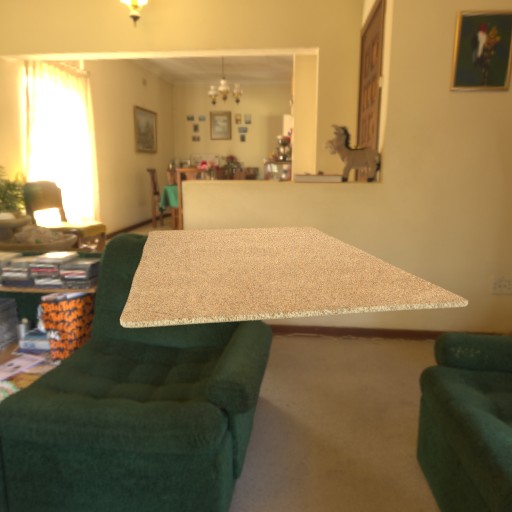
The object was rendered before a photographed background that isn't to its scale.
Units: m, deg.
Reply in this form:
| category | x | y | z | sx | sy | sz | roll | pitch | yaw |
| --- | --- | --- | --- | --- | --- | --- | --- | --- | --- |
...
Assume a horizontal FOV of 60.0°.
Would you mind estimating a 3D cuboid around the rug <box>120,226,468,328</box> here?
| category | x | y | z | sx | sy | sz | roll | pitch | yaw |
| --- | --- | --- | --- | --- | --- | --- | --- | --- | --- |
| rug | 0.000 | 0.000 | 2.952 | 1.500 | 0.025 | 2.349 | -2 | 12 | -10 |
